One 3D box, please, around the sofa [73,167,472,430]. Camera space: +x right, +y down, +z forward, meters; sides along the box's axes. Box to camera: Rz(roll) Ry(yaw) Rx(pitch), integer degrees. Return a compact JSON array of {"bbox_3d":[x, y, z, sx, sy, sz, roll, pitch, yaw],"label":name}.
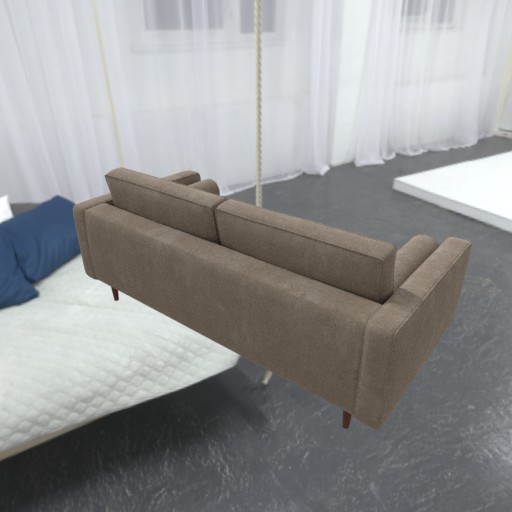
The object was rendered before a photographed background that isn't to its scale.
[{"bbox_3d":[0.000,0.000,2.303,1.883,0.769,0.920,20,33,33],"label":"sofa"}]
